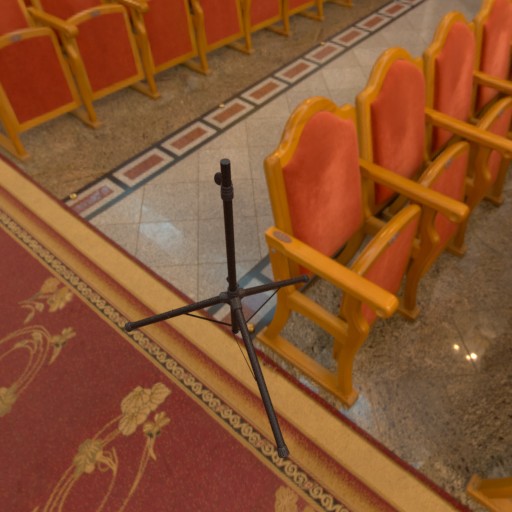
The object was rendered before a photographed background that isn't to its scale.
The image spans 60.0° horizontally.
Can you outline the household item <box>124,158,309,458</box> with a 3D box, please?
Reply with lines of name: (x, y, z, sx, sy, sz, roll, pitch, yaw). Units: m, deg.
household item: (0.000, 0.000, 1.900, 1.045, 1.136, 0.907, 32, 55, 26)
